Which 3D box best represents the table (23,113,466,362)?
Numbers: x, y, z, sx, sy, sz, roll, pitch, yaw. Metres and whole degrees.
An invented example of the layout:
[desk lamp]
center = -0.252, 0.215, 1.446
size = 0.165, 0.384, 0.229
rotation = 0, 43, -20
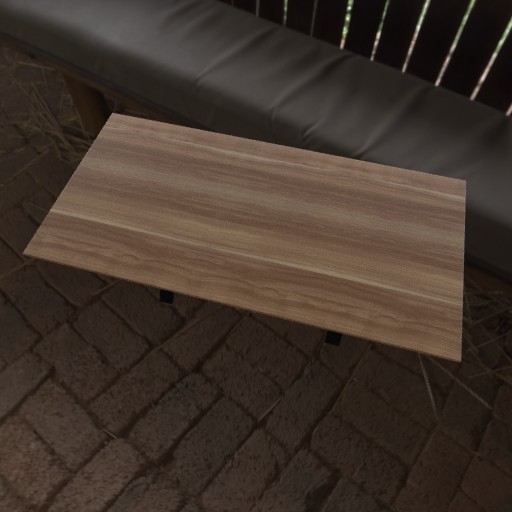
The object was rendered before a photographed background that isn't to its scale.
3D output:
[table]
center = 0.000, 0.000, 2.524
size = 2.000, 0.770, 1.000
rotation = 13, 59, 8
